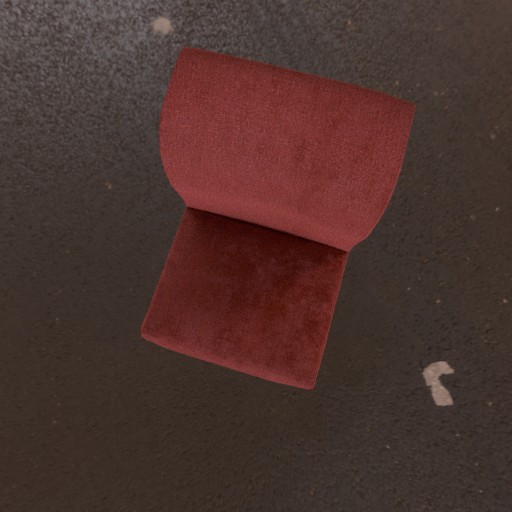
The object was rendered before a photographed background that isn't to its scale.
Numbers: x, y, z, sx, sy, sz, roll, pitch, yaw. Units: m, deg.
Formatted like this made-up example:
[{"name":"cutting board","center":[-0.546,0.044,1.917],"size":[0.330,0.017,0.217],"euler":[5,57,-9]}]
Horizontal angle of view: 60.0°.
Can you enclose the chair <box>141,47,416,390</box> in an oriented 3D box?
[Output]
[{"name":"chair","center":[0.000,0.000,1.270],"size":[0.538,0.846,0.640],"euler":[17,76,4]}]
